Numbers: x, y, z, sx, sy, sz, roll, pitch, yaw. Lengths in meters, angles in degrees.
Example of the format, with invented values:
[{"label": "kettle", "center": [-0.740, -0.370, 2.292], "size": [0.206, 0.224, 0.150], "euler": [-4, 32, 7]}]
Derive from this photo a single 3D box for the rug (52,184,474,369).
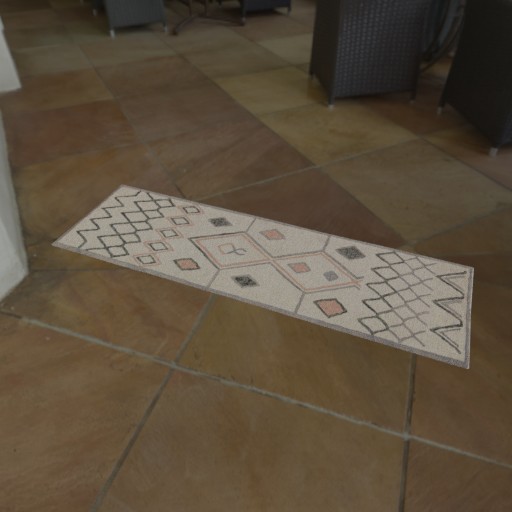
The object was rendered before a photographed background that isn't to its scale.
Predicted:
[{"label": "rug", "center": [0.000, 0.000, 2.666], "size": [2.435, 0.011, 0.750], "euler": [15, 43, 16]}]
